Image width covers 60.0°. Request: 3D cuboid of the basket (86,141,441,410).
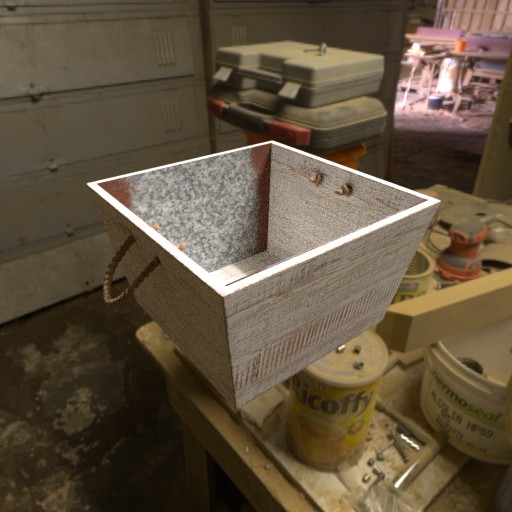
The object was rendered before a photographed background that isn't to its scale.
[{"bbox_3d":[0.000,0.000,0.787,0.545,0.247,0.413,-22,37,-32],"label":"basket"}]
